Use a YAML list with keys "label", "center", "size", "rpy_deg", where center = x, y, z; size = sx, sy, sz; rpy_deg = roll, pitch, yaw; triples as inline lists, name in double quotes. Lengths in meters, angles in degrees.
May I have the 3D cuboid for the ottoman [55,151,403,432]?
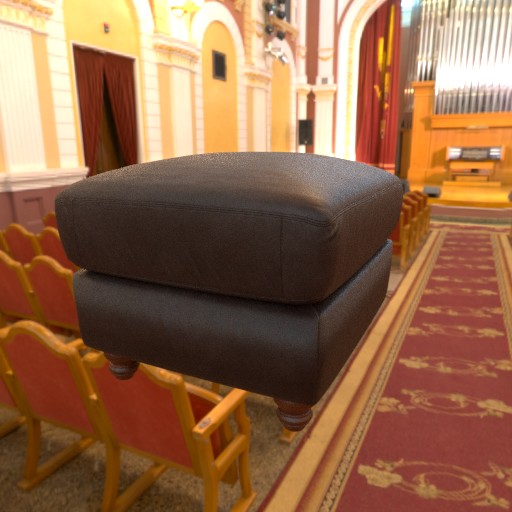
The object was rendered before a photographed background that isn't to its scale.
- label: "ottoman"
  center: [0.000, 0.000, 1.246]
  size: [0.670, 0.569, 0.806]
  rpy_deg: [7, 16, 26]
